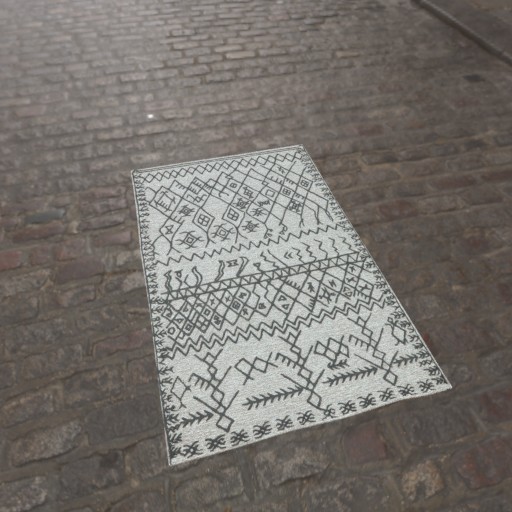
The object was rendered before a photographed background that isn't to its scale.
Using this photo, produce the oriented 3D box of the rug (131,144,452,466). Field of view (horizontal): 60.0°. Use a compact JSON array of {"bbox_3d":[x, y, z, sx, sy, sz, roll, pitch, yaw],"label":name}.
[{"bbox_3d":[0.000,0.000,4.783,2.393,0.019,3.824,-11,48,-10],"label":"rug"}]
